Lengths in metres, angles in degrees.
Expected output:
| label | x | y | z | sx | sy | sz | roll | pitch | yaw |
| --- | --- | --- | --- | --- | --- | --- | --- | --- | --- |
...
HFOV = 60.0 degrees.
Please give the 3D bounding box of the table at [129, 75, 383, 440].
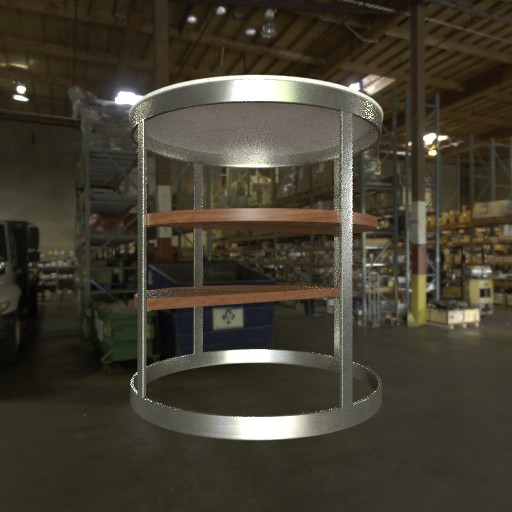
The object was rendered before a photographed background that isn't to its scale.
| label | x | y | z | sx | sy | sz | roll | pitch | yaw |
| --- | --- | --- | --- | --- | --- | --- | --- | --- | --- |
| table | 0.000 | 0.000 | 0.737 | 0.407 | 0.447 | 0.407 | 0 | 0 | 0 |
